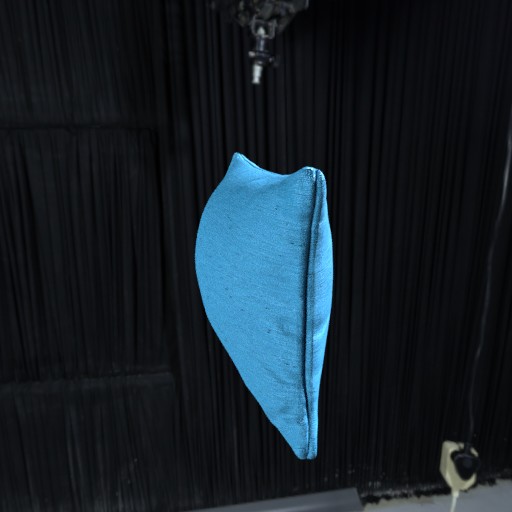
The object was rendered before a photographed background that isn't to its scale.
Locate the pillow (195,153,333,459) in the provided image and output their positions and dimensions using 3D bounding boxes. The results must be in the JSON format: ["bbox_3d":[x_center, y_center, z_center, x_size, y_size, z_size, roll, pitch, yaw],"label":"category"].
[{"bbox_3d":[0.000,0.000,0.774,0.210,0.338,0.633,-2,15,-9],"label":"pillow"}]
